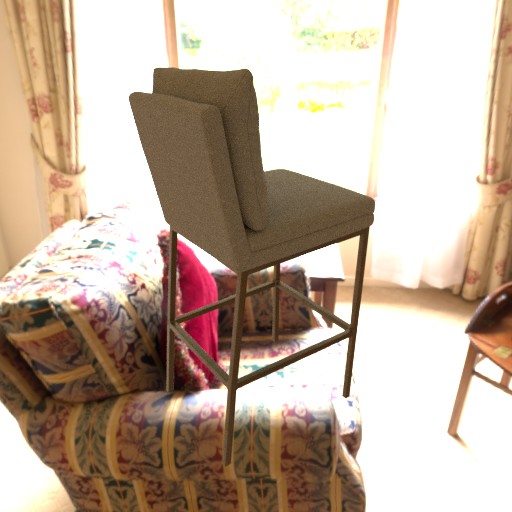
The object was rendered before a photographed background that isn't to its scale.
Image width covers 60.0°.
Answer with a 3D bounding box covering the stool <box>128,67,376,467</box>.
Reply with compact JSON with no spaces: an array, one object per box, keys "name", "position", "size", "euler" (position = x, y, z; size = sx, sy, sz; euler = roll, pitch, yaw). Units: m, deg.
[{"name":"stool","position":[0.000,0.000,1.419],"size":[0.569,1.132,0.463],"euler":[-17,31,-32]}]
